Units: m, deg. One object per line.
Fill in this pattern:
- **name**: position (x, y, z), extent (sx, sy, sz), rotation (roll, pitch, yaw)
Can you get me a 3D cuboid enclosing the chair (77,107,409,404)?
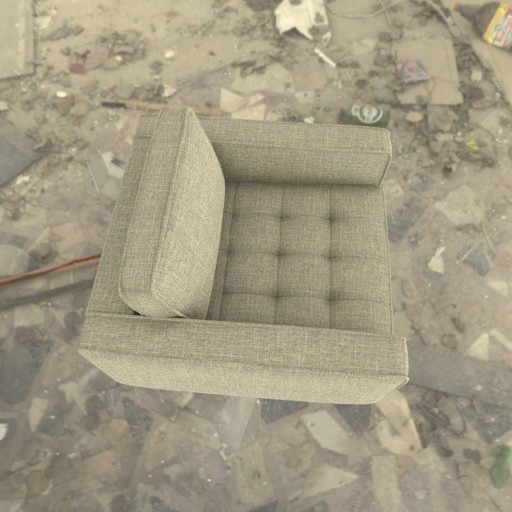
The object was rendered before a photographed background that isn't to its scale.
- **chair**: position (0.000, 0.000, 1.542), extent (0.914, 0.765, 0.889), rotation (4, 63, 2)
